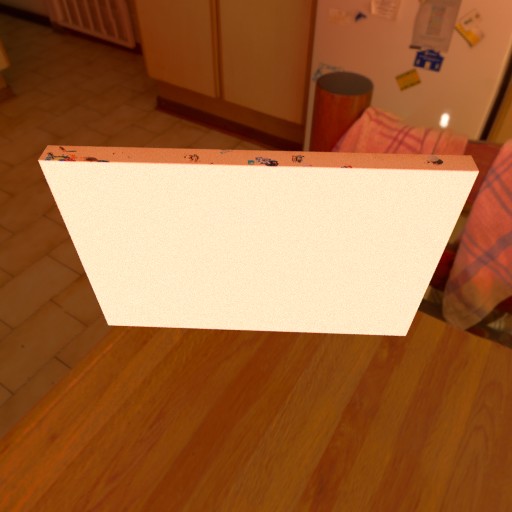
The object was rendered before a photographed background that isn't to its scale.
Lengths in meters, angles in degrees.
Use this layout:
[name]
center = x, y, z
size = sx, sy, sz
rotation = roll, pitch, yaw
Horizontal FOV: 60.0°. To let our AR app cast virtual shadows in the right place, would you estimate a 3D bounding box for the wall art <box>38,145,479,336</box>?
[wall art]
center = 0.000, 0.000, 0.772
size = 0.609, 0.406, 0.039
rotation = 2, 47, 2
